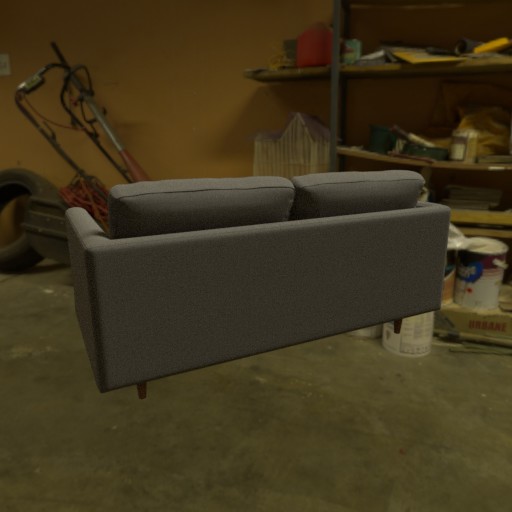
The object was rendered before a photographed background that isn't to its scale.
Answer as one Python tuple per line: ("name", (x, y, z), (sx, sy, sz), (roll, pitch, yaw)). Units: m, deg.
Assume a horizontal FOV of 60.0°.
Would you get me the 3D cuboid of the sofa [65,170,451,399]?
("sofa", (0.000, 0.000, 2.264), (1.713, 0.866, 0.940), (-7, 17, -26))
